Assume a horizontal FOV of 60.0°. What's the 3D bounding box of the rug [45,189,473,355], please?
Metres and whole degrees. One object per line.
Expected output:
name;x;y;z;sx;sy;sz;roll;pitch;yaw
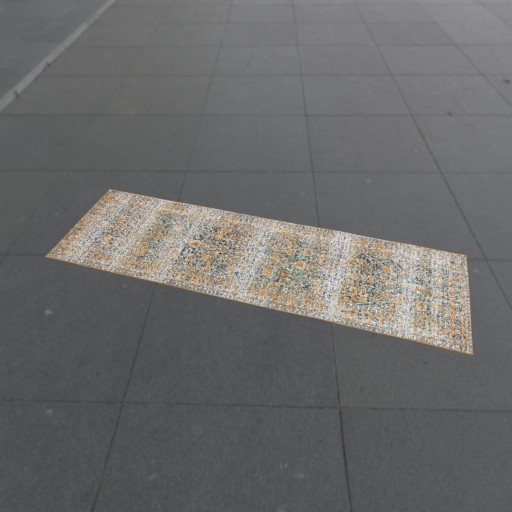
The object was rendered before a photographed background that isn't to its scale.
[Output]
rug;0.000;0.000;2.519;2.294;0.014;0.704;12;44;12
